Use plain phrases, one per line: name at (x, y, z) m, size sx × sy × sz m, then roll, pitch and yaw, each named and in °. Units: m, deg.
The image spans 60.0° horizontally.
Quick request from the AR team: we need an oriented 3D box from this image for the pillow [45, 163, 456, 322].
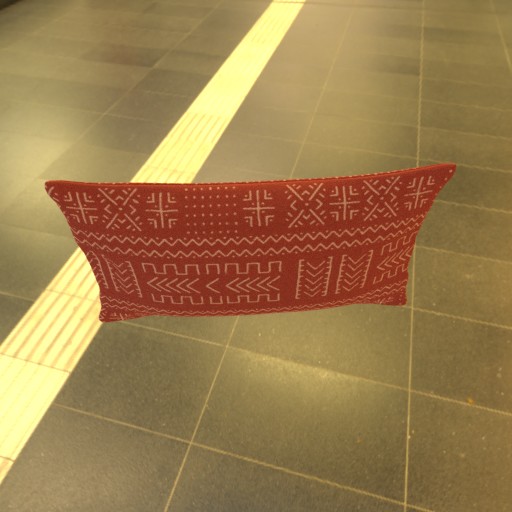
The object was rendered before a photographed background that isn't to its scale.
pillow at (0.000, 0.000, 0.792) m, size 0.640 × 0.352 × 0.130 m, roll -3°, pitch 46°, yaw -3°
